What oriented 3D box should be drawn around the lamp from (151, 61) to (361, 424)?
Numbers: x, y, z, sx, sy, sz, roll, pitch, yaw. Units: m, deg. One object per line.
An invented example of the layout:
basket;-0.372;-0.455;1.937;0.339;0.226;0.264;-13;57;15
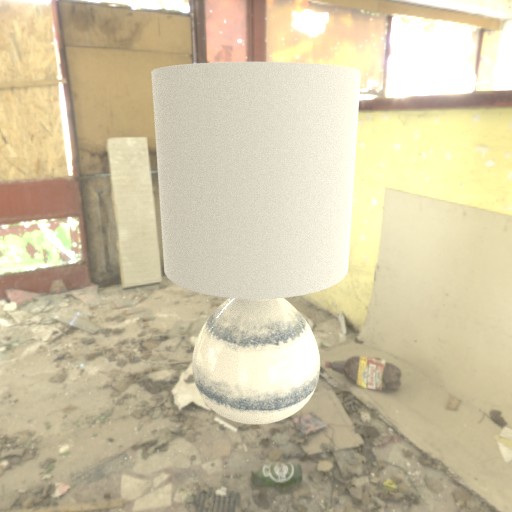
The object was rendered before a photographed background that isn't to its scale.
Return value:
lamp;0.000;0.000;0.529;0.216;0.404;0.216;-3;18;-10
